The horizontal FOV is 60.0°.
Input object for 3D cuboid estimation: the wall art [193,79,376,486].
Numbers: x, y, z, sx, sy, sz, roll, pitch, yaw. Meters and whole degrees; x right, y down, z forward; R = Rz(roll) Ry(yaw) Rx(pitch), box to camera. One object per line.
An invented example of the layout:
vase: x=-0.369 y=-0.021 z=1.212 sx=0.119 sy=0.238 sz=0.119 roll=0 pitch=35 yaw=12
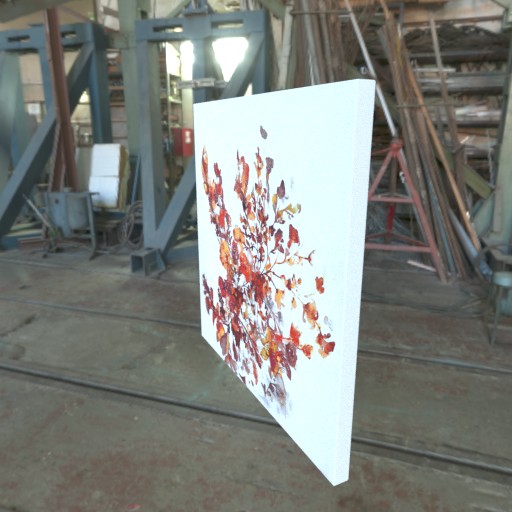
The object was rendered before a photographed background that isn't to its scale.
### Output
wall art: x=0.000 y=0.000 z=1.110 sx=0.037 sy=0.757 sz=0.757 roll=-8 pitch=18 yaw=-26
